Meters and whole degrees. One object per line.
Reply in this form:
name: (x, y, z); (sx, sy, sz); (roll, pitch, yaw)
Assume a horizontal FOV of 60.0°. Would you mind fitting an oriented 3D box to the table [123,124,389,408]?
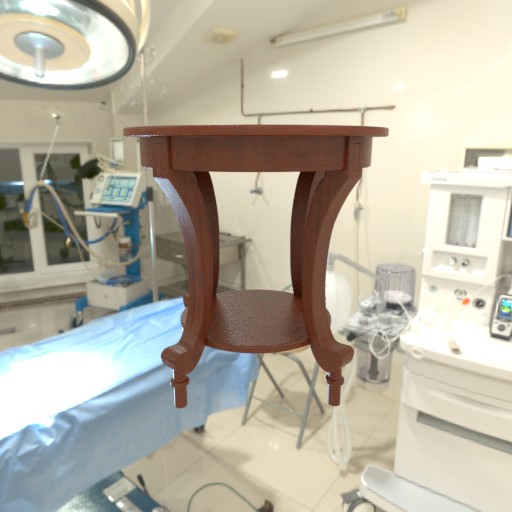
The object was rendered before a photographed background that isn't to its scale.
table: (0.000, 0.000, 1.112); (0.597, 0.612, 0.597); (0, 15, 0)
